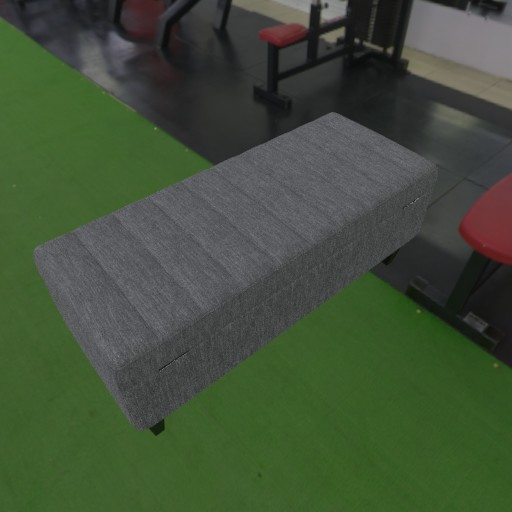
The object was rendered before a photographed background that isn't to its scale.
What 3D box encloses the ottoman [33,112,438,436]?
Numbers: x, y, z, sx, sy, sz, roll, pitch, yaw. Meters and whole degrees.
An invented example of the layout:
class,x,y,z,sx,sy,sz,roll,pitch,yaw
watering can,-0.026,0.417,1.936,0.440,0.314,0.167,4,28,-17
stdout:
class,x,y,z,sx,sy,sz,roll,pitch,yaw
ottoman,0.000,0.000,1.423,1.151,0.469,0.482,-31,53,-26
